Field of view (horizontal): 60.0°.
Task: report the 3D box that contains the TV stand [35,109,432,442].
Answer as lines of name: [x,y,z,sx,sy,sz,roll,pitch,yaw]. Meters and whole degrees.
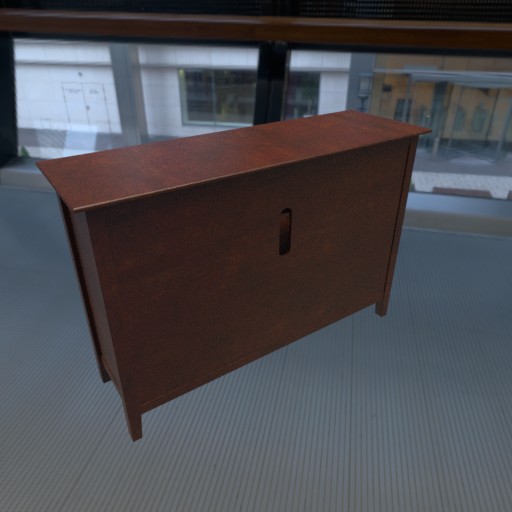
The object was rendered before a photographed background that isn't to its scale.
TV stand: [0.000,0.000,1.789,1.372,0.915,0.445,-19,35,-29]
